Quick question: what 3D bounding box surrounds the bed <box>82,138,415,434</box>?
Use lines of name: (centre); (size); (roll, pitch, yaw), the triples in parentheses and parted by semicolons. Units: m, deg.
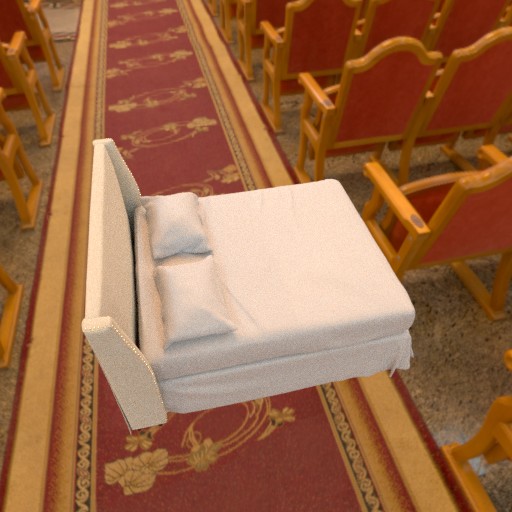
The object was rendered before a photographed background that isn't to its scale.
bed: (0.000, 0.000, 3.543); (2.276, 1.332, 1.925); (-9, 46, -9)
